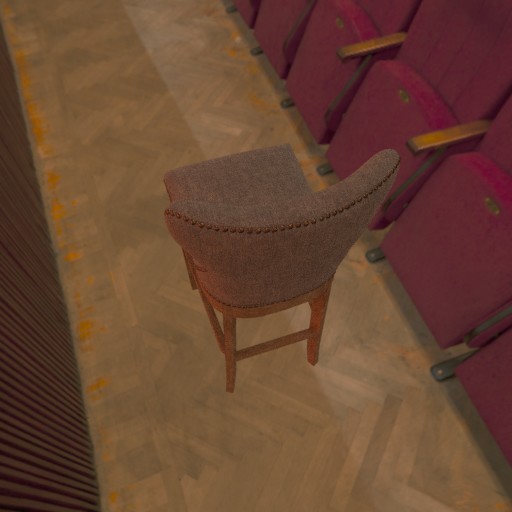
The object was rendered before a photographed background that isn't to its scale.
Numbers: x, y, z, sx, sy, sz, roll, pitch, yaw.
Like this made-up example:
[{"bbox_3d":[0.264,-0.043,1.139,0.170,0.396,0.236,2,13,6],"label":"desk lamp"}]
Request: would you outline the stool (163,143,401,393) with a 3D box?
[{"bbox_3d":[0.000,0.000,1.418,0.494,1.123,0.606,-15,58,-10],"label":"stool"}]
